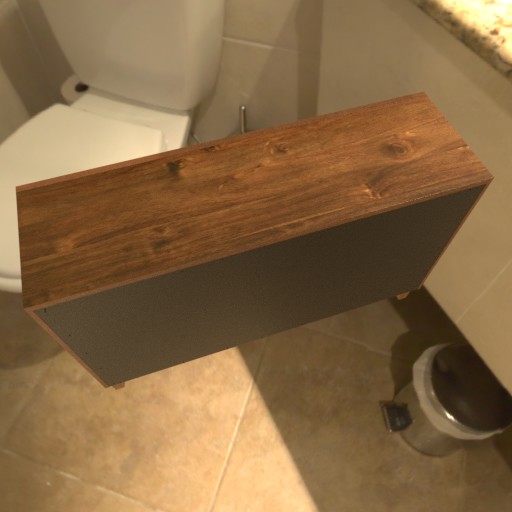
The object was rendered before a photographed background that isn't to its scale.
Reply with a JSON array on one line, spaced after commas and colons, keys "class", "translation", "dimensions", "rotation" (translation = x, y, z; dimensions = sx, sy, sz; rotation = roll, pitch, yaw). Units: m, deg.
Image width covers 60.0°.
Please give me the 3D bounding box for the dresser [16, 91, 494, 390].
[{"class": "dresser", "translation": [0.000, 0.000, 1.727], "dimensions": [1.400, 0.873, 0.446], "rotation": [-16, 59, -10]}]
